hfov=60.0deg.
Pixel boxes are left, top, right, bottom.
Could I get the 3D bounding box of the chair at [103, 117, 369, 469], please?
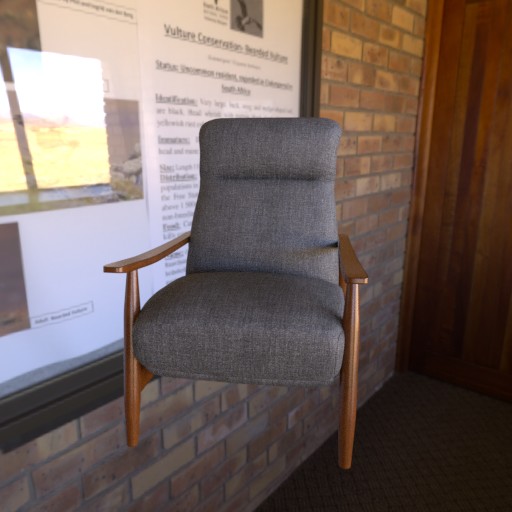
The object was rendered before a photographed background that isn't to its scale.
[{"bbox_3d":[0.000,0.000,1.750,0.762,1.082,1.030,2,15,8],"label":"chair"}]
